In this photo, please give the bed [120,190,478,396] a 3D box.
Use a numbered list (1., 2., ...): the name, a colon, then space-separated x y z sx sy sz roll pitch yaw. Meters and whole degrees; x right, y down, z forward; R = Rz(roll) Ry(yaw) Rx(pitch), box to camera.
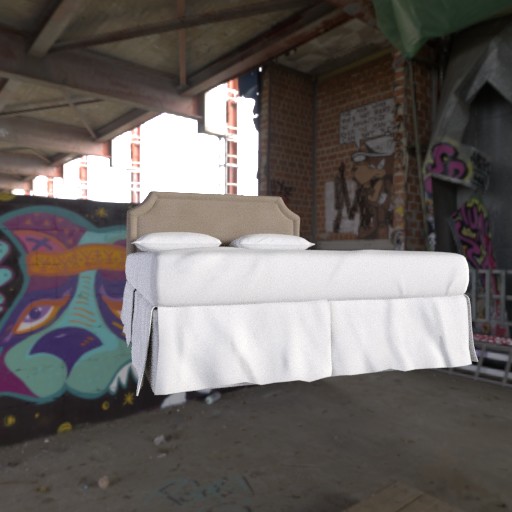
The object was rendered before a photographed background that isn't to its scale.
1. bed: 0.000 0.000 3.451 1.977 1.293 2.498 0 0 -19
